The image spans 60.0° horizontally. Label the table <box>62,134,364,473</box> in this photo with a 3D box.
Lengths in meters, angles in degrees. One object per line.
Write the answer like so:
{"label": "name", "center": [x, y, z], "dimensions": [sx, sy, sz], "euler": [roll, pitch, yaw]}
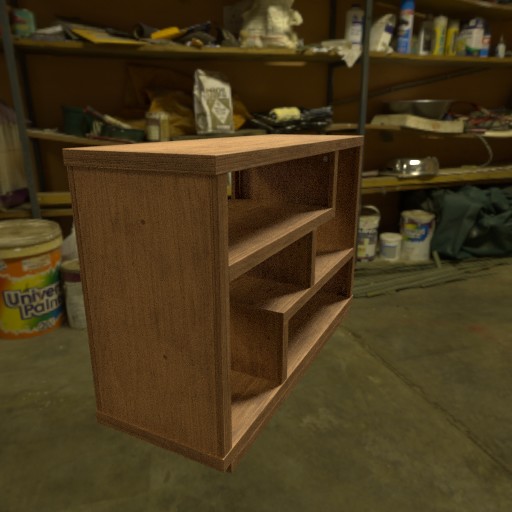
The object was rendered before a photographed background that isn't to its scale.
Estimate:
{"label": "table", "center": [0.000, 0.000, 1.527], "dimensions": [0.410, 0.771, 1.151], "euler": [8, 19, 26]}
